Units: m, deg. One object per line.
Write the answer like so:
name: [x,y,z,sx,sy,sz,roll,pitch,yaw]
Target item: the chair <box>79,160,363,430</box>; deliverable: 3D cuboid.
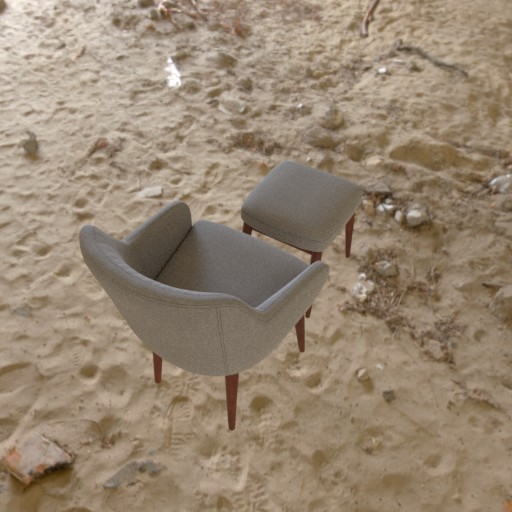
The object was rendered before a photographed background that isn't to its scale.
chair: [0.000,0.000,1.571,0.584,0.799,1.107,24,51,21]
